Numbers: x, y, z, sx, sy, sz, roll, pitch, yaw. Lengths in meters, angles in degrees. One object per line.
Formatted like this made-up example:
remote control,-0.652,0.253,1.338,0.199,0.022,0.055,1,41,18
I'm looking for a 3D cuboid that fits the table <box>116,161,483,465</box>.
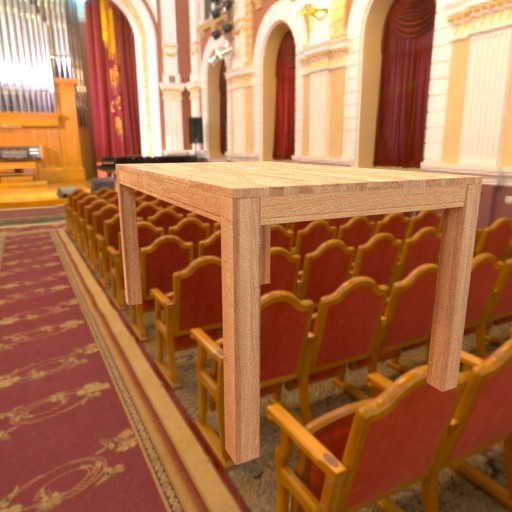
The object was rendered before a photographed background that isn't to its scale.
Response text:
table,0.000,0.000,1.994,0.900,0.770,1.500,-7,16,-26
